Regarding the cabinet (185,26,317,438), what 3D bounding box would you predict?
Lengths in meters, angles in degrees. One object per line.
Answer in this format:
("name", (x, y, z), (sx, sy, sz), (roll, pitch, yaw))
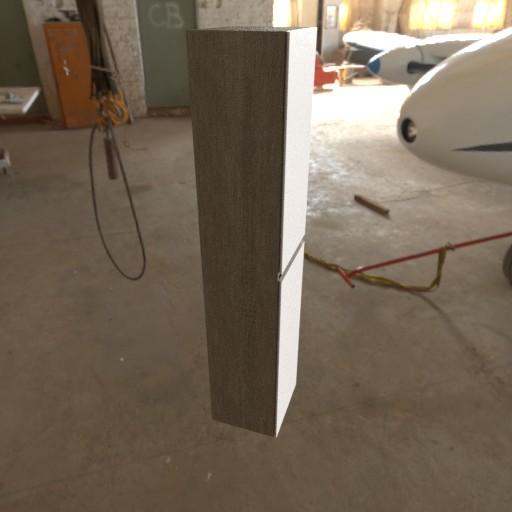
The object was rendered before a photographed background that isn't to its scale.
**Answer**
("cabinet", (0.000, 0.000, 1.533), (0.270, 1.400, 0.300), (10, 30, 17))
